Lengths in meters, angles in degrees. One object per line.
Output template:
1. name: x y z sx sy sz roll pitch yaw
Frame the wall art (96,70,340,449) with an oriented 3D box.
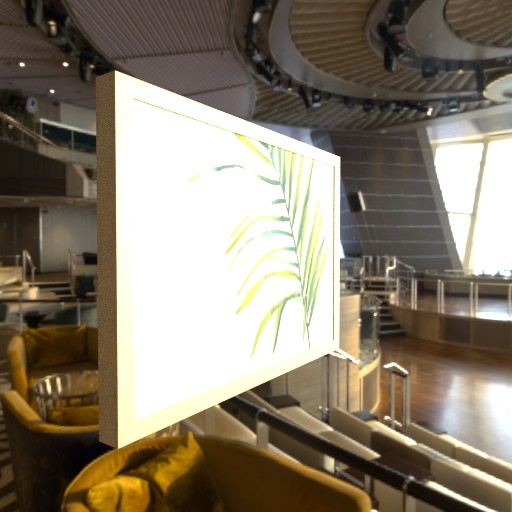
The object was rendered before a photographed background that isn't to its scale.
1. wall art: 0.000 0.000 0.672 0.032 0.380 0.532 1 2 35
